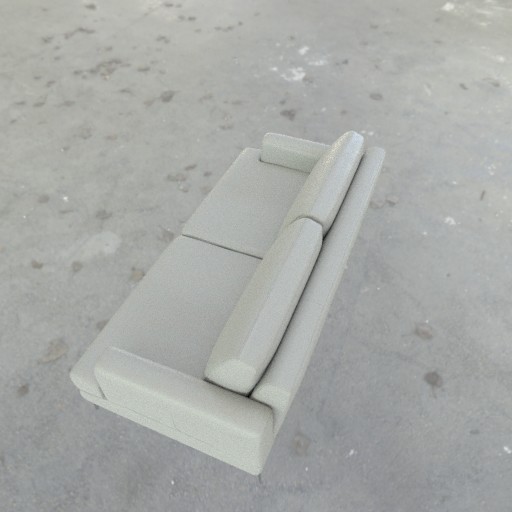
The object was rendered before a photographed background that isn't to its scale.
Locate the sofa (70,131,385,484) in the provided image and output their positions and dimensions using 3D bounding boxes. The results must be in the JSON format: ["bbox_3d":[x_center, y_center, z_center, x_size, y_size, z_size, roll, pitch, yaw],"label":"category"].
[{"bbox_3d":[0.000,0.000,2.388,0.974,0.765,1.940,17,49,15],"label":"sofa"}]
